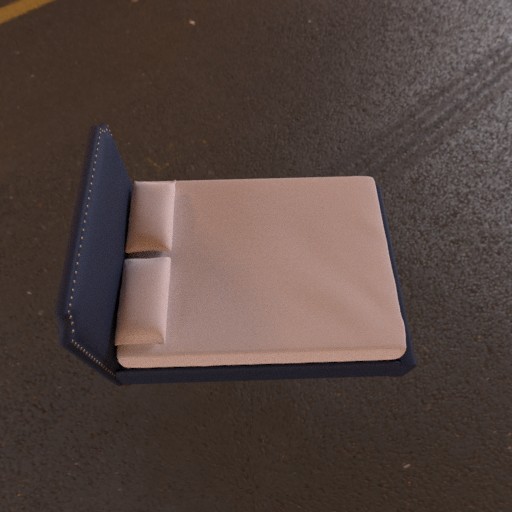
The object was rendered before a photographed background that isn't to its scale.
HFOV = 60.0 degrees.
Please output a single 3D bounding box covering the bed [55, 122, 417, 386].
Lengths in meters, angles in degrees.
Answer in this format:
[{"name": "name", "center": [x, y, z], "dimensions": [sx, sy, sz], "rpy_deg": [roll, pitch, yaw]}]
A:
[{"name": "bed", "center": [0.000, 0.000, 3.463], "dimensions": [2.372, 1.443, 1.712], "rpy_deg": [-2, 62, -1]}]
